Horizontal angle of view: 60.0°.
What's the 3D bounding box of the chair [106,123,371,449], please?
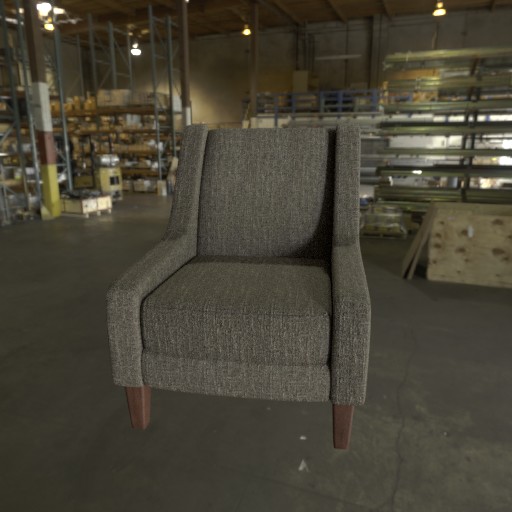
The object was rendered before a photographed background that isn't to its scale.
[{"bbox_3d":[0.000,0.000,1.701,0.793,1.012,0.944,2,14,9],"label":"chair"}]
